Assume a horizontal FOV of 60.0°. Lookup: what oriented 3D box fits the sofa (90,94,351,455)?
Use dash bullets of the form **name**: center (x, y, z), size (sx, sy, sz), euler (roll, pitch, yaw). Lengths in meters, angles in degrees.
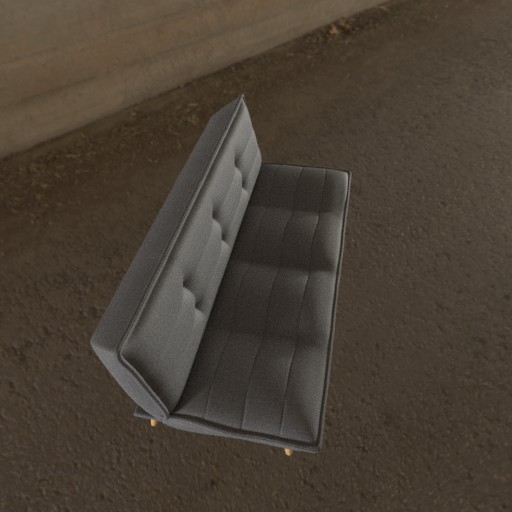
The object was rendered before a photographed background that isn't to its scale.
- **sofa**: center (0.000, 0.000, 2.458), size (0.950, 0.890, 1.940), euler (9, 48, 8)
